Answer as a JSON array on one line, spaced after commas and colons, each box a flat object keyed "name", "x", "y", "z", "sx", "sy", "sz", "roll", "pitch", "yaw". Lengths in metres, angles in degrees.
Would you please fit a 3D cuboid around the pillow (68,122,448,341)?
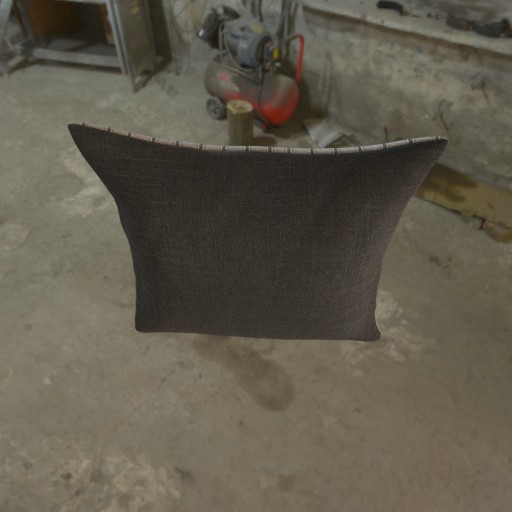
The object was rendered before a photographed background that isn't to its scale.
[{"name": "pillow", "x": 0.000, "y": 0.000, "z": 0.693, "sx": 0.468, "sy": 0.444, "sz": 0.138, "roll": 2, "pitch": 46, "yaw": 2}]
